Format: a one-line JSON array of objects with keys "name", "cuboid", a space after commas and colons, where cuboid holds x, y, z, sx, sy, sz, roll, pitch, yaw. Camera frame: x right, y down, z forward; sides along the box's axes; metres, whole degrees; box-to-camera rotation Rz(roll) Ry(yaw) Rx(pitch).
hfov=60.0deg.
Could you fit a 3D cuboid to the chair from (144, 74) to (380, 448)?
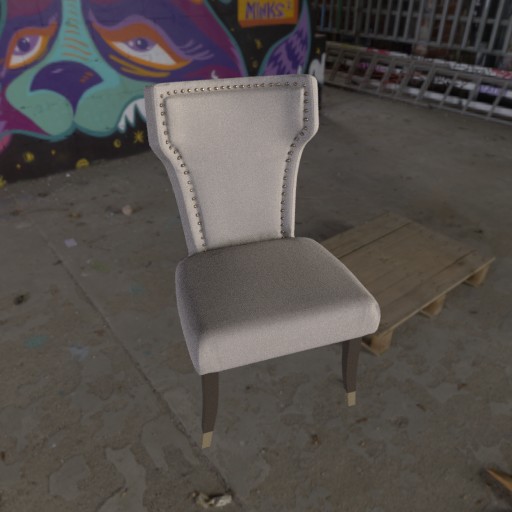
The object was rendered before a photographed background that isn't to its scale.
[{"name": "chair", "cuboid": [0.000, 0.000, 1.350, 0.526, 0.950, 0.630, -10, 34, -15]}]
